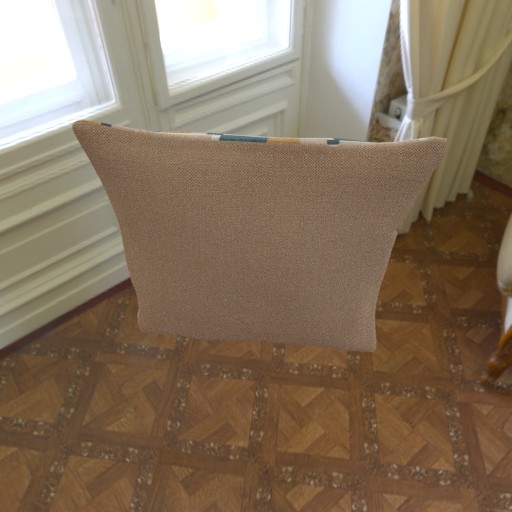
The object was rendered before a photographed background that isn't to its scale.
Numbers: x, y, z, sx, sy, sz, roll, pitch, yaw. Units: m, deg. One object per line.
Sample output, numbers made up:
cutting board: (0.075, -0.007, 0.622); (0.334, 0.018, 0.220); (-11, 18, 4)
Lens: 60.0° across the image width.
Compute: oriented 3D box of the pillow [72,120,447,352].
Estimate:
pillow: (0.000, 0.000, 0.735); (0.478, 0.479, 0.158); (4, 46, 4)
